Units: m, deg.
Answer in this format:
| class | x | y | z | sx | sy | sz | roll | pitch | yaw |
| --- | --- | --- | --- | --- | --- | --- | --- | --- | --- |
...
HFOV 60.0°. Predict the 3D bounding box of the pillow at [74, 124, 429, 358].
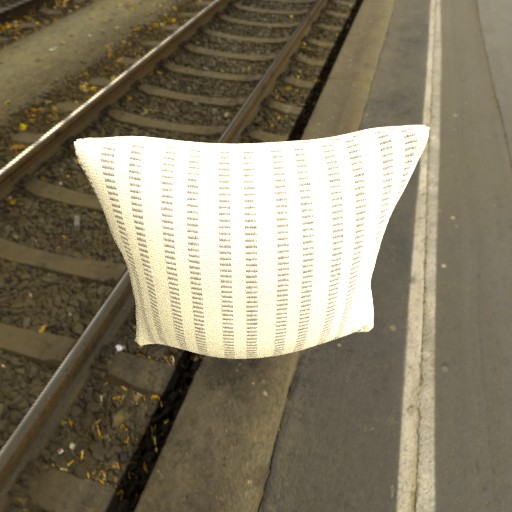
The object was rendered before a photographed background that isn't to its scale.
| class | x | y | z | sx | sy | sz | roll | pitch | yaw |
| --- | --- | --- | --- | --- | --- | --- | --- | --- | --- |
| pillow | 0.000 | 0.000 | 0.679 | 0.438 | 0.419 | 0.247 | -3 | 44 | -3 |
